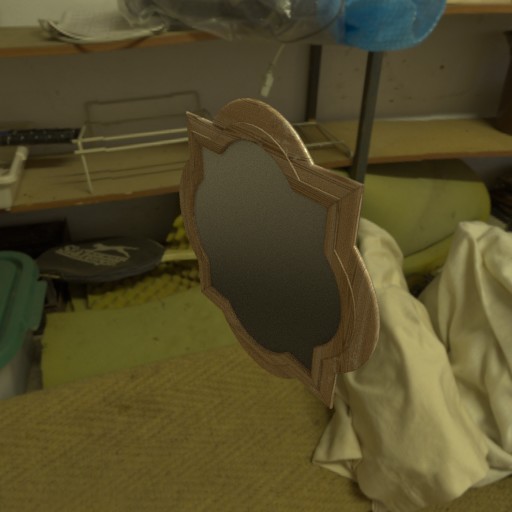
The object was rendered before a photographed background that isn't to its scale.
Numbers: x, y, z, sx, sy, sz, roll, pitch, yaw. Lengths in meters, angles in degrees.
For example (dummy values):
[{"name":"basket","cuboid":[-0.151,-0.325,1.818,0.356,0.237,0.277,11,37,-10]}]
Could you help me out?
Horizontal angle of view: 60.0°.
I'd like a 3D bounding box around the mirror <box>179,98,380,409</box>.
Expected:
[{"name":"mirror","cuboid":[0.000,0.000,1.033,0.019,0.686,0.686,-23,40,-31]}]
